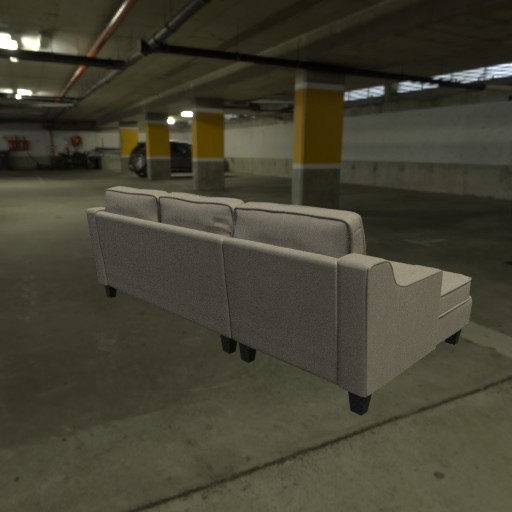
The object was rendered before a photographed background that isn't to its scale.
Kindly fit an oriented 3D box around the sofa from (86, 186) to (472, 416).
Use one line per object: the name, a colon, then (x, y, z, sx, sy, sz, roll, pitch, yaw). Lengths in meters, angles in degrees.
sofa: (0.000, 0.000, 3.159, 2.561, 0.928, 1.294, 13, 18, 43)
